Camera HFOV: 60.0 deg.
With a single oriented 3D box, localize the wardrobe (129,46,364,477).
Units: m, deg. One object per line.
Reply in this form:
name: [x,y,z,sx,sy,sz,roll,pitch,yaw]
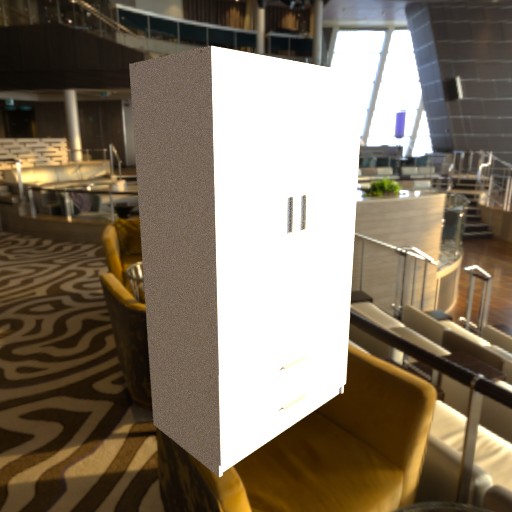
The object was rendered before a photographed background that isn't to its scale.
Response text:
wardrobe: [0.000,0.000,2.304,0.577,1.808,0.991,14,21,43]
